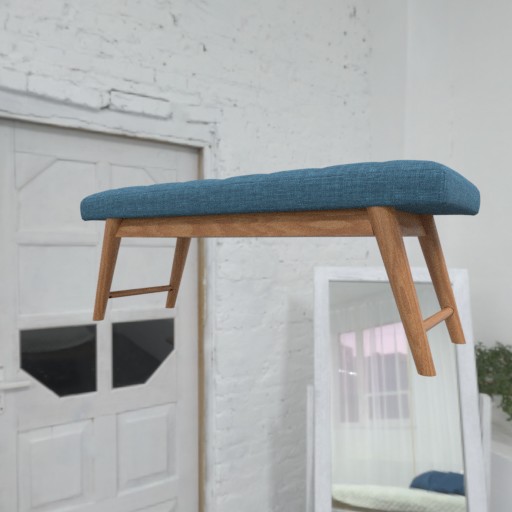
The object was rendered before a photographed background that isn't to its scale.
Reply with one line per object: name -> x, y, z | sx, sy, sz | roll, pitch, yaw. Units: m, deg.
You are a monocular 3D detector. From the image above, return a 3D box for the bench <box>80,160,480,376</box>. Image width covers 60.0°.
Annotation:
bench -> 0.000, 0.000, 1.288 | 1.118, 0.432, 0.406 | 1, 2, 35
